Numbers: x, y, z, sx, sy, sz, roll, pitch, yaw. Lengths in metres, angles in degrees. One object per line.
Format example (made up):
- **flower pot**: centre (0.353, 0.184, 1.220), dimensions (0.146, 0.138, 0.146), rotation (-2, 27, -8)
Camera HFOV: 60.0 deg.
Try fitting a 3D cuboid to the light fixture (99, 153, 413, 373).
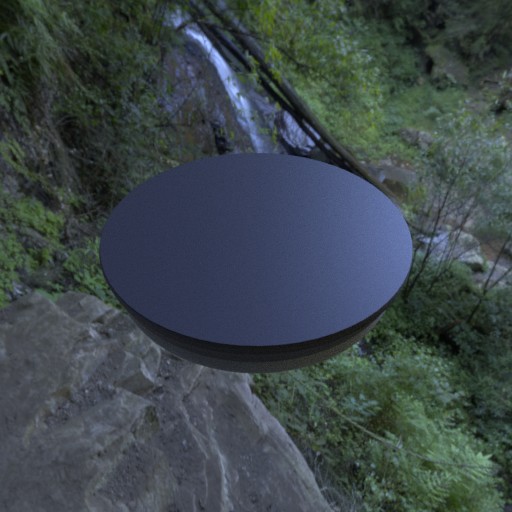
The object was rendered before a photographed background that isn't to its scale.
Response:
- **light fixture**: centre (0.000, 0.000, 0.568), dimensions (0.368, 0.100, 0.368), rotation (0, 41, 0)
